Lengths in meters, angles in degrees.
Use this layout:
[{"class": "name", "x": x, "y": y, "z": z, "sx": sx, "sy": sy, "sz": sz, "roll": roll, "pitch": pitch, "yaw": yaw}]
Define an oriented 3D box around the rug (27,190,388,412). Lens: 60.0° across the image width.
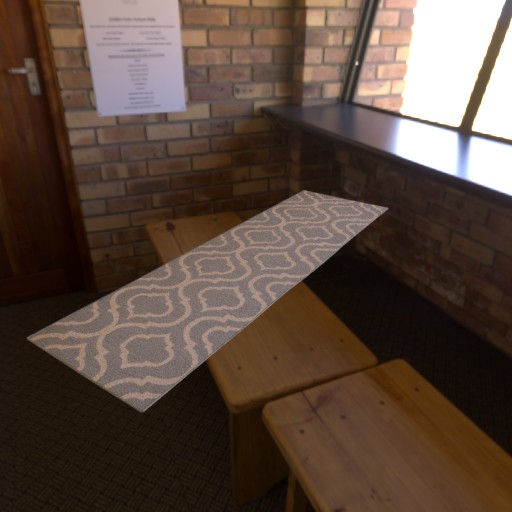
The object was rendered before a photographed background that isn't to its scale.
[{"class": "rug", "x": 0.000, "y": 0.000, "z": 2.446, "sx": 0.684, "sy": 0.009, "sz": 2.275, "roll": 18, "pitch": 32, "yaw": 31}]
